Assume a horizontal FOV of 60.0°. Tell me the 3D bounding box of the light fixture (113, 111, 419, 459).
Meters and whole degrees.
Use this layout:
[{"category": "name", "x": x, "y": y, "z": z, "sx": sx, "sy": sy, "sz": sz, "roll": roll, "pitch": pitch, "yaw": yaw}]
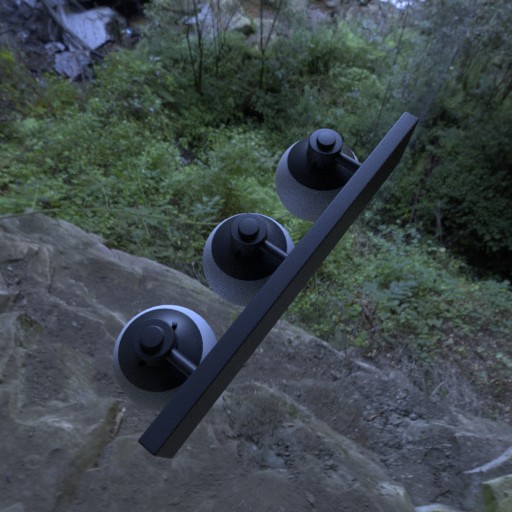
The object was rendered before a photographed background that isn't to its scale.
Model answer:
[{"category": "light fixture", "x": 0.000, "y": 0.000, "z": 0.845, "sx": 0.218, "sy": 0.263, "sz": 0.721, "roll": 34, "pitch": 69, "yaw": 15}]
